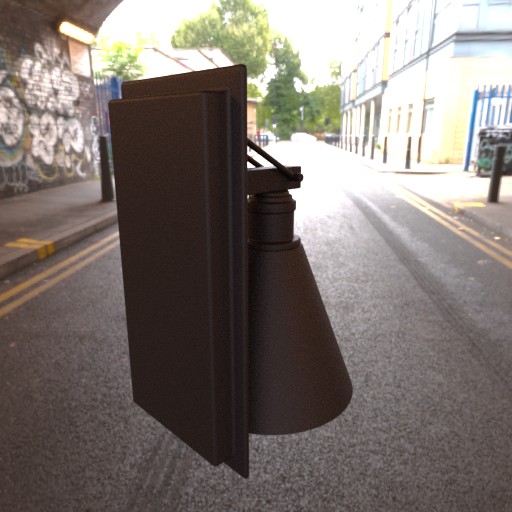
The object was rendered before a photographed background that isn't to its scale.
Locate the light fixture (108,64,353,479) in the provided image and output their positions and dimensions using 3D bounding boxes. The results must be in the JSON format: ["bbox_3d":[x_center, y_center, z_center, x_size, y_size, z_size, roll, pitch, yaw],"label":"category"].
[{"bbox_3d":[0.000,0.000,0.409,0.207,0.298,0.170,-15,22,-43],"label":"light fixture"}]
